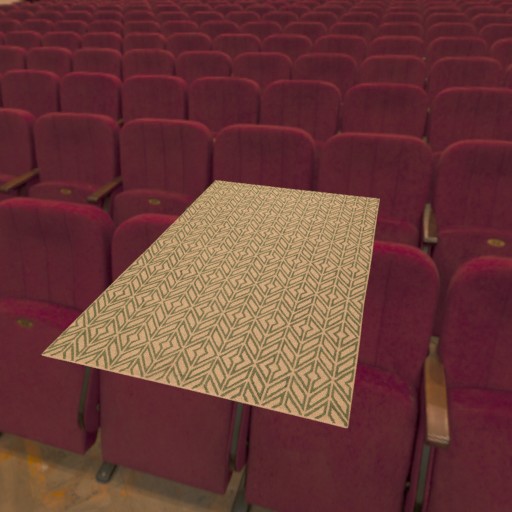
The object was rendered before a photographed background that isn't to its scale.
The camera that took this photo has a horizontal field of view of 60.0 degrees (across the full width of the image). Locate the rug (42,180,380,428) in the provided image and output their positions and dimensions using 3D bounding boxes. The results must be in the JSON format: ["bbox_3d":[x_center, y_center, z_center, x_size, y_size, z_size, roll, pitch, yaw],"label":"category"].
[{"bbox_3d":[0.000,0.000,3.026,1.517,0.011,2.435,9,32,14],"label":"rug"}]
